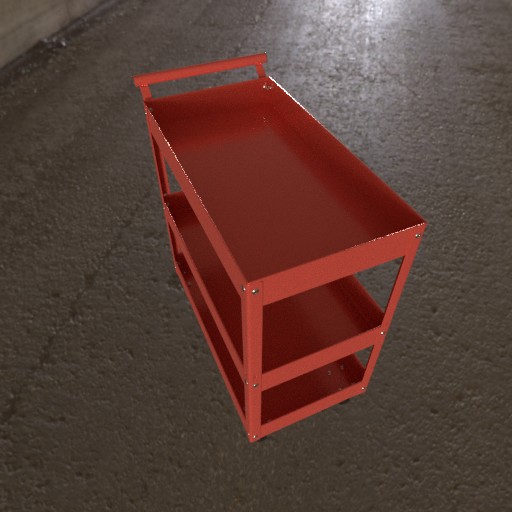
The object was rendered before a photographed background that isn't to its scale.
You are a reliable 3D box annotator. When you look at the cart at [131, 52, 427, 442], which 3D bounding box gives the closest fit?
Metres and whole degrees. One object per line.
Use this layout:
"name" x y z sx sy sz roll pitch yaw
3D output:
"cart" 0.000 0.000 1.208 0.366 0.780 0.719 -18 48 -17
